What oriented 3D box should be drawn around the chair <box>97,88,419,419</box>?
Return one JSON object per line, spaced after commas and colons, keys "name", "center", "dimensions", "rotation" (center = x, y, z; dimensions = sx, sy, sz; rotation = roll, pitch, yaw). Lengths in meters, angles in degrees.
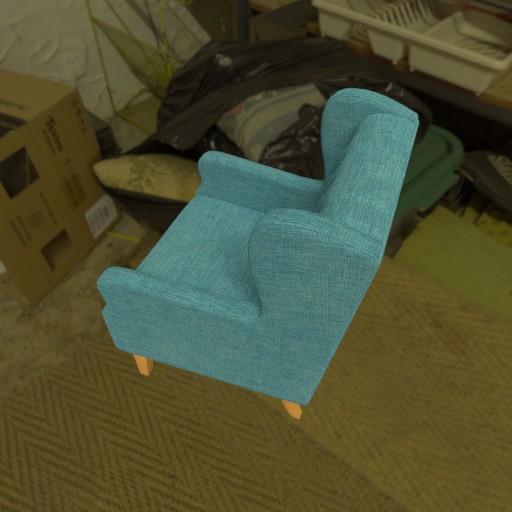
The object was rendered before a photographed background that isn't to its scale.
{"name": "chair", "center": [0.000, 0.000, 1.479], "dimensions": [0.775, 0.952, 0.711], "rotation": [16, 48, 15]}
